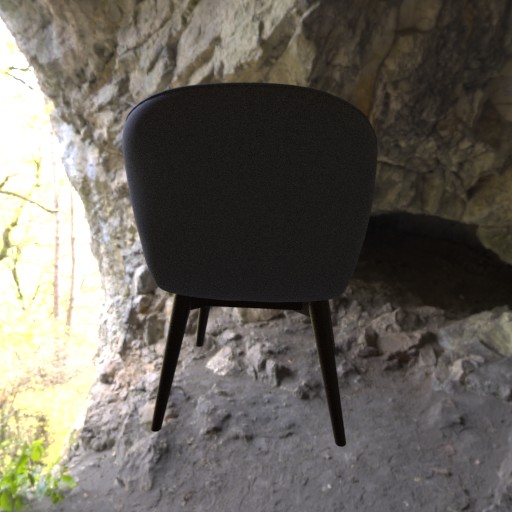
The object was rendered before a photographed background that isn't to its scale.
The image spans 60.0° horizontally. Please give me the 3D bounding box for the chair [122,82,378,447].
[{"bbox_3d":[0.000,0.000,1.184,0.589,0.810,0.611,2,16,7],"label":"chair"}]
